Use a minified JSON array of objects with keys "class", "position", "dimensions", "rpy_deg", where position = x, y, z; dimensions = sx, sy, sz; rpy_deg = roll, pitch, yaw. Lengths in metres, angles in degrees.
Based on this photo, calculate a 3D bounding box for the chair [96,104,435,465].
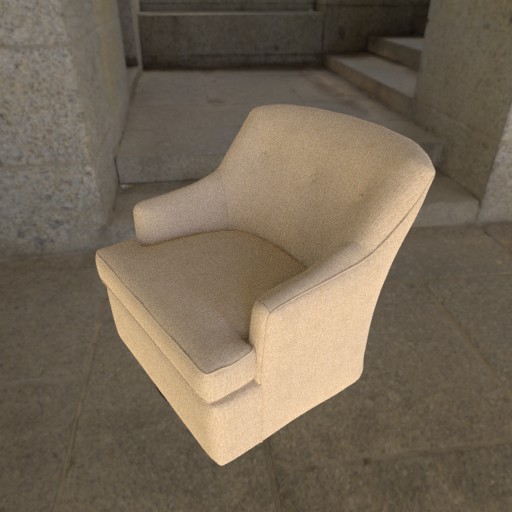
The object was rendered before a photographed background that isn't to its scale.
[{"class":"chair","position":[0.000,0.000,1.585],"dimensions":[0.923,0.856,0.864],"rpy_deg":[-22,38,-31]}]
